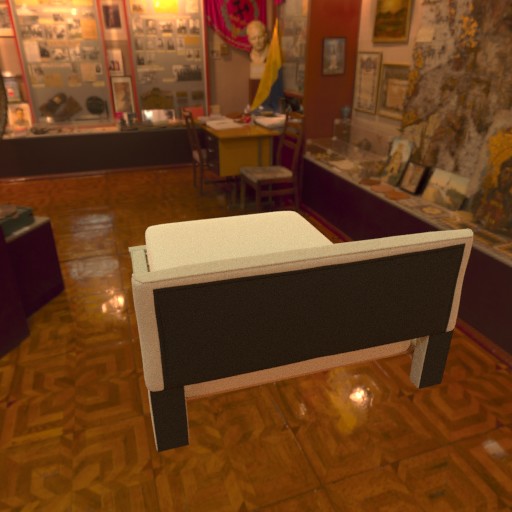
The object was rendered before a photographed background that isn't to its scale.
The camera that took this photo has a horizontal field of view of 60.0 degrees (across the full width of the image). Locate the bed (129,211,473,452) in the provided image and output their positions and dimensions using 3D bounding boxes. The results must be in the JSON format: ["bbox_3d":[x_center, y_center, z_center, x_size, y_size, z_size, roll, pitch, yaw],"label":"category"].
[{"bbox_3d":[0.000,0.000,3.364,1.840,1.067,2.368,-8,27,-15],"label":"bed"}]
